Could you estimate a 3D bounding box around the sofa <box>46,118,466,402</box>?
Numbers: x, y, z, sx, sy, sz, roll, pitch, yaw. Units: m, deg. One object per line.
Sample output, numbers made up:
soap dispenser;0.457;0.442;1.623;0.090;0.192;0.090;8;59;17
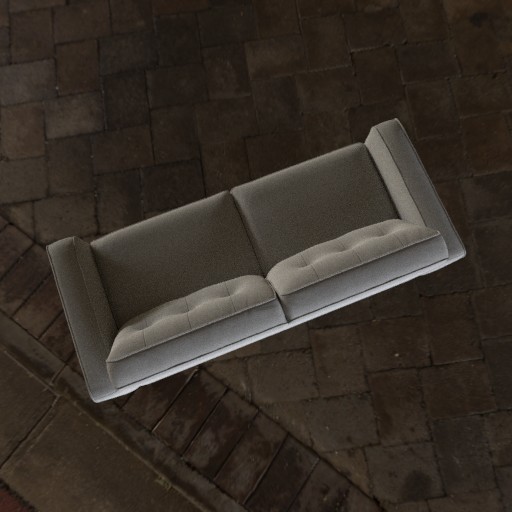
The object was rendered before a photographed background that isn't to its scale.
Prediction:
sofa;0.000;0.000;2.711;2.270;0.781;0.956;-21;78;-5
